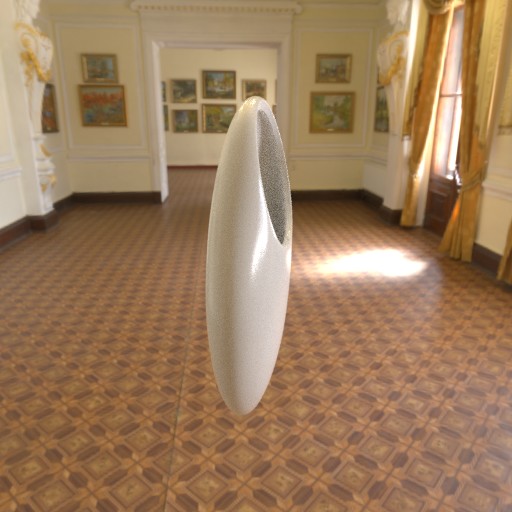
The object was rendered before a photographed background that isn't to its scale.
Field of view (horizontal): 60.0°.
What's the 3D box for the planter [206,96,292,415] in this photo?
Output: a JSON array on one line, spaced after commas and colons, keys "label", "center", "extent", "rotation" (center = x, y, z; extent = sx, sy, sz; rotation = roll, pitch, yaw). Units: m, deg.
[{"label": "planter", "center": [0.000, 0.000, 0.276], "extent": [0.043, 0.188, 0.185], "rotation": [3, 17, 8]}]
